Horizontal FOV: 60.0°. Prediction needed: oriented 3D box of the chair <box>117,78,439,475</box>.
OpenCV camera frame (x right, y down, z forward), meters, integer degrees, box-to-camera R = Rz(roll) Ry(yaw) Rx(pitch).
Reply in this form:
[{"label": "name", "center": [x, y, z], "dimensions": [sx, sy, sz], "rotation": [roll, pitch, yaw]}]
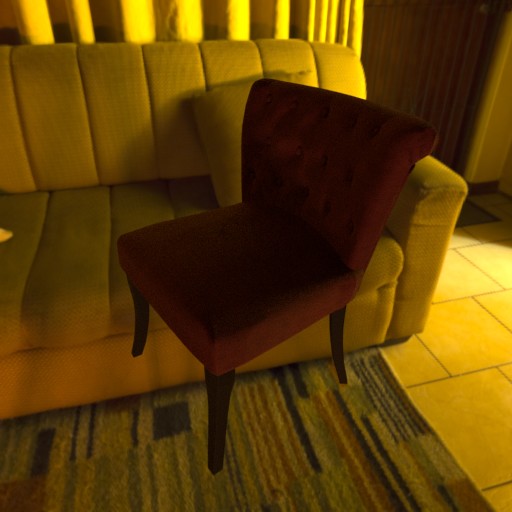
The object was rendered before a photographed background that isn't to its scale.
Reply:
[{"label": "chair", "center": [0.000, 0.000, 1.156], "dimensions": [0.605, 0.750, 0.582], "rotation": [-21, 38, -30]}]
